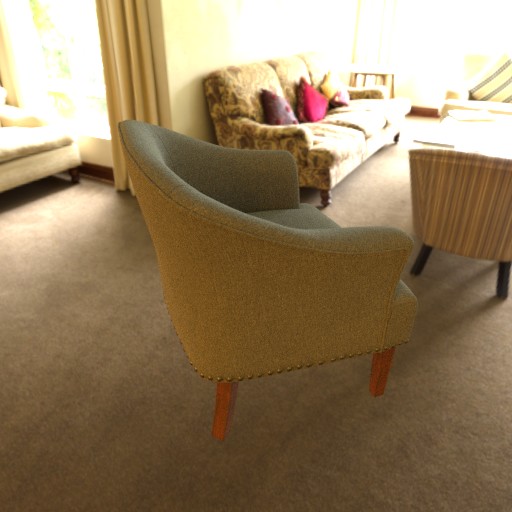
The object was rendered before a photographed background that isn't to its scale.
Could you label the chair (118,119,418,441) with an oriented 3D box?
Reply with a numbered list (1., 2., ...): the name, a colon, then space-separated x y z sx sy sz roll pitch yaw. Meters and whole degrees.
1. chair: 0.000 0.000 1.378 0.704 0.815 0.798 -10 31 -17
